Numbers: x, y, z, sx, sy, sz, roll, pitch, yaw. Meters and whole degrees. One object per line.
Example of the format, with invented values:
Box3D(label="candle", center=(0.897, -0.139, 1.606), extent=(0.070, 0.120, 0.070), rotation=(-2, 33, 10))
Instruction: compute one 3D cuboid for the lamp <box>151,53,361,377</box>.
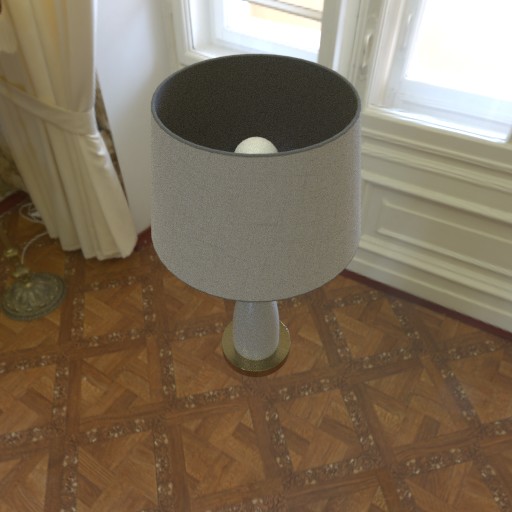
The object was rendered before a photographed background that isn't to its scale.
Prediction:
Box3D(label="lamp", center=(0.000, 0.000, 0.718), extent=(0.309, 0.545, 0.309), rotation=(0, 47, 0))
